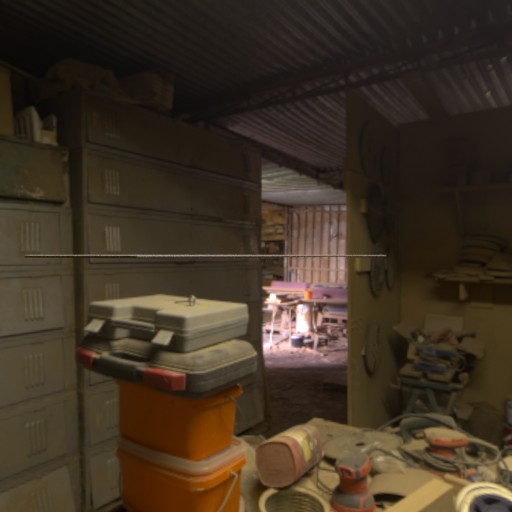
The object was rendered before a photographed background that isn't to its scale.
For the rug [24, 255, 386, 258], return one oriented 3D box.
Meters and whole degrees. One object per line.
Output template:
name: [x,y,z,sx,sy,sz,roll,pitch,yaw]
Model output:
rug: [0.000,0.000,2.725,0.769,0.012,2.448,0,0,36]
